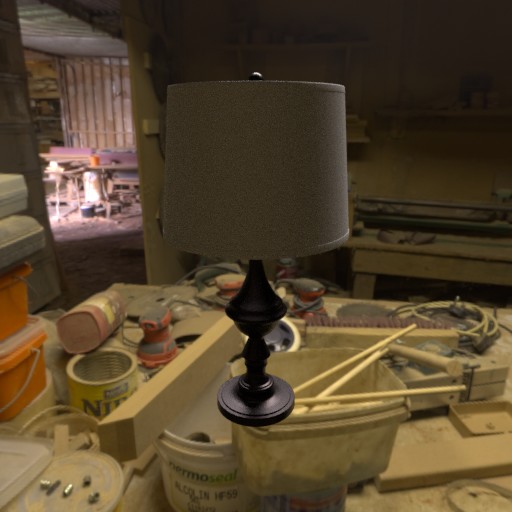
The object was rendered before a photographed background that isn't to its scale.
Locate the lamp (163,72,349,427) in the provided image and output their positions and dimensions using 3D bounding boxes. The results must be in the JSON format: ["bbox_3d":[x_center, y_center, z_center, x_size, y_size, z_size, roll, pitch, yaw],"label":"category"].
[{"bbox_3d":[0.000,0.000,0.946,0.383,0.726,0.383,0,17,0],"label":"lamp"}]
